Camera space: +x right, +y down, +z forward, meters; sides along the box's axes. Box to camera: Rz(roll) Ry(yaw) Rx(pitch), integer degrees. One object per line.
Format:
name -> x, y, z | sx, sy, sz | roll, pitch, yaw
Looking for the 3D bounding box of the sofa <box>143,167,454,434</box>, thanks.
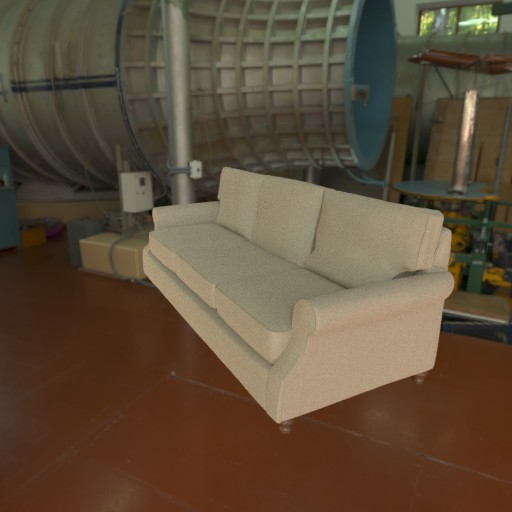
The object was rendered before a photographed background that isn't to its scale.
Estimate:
sofa -> 0.000, 0.000, 2.848 | 0.966, 0.948, 2.354 | -9, 19, -27
